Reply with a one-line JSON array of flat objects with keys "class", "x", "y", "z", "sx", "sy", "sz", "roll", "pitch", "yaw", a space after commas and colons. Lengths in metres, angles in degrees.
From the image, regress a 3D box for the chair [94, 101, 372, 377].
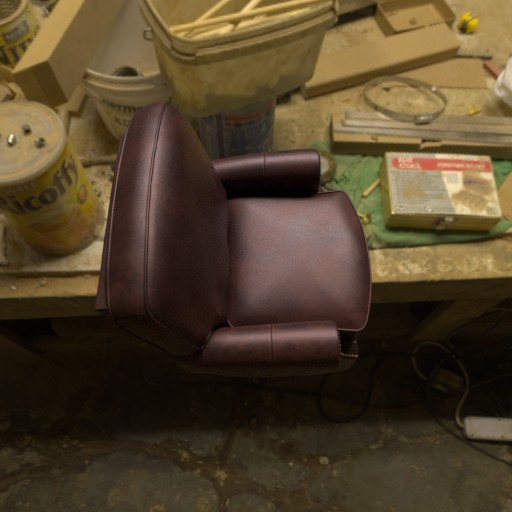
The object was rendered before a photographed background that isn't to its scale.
[{"class": "chair", "x": 0.000, "y": 0.000, "z": 1.781, "sx": 0.986, "sy": 1.018, "sz": 0.936, "roll": -1, "pitch": 64, "yaw": -1}]
